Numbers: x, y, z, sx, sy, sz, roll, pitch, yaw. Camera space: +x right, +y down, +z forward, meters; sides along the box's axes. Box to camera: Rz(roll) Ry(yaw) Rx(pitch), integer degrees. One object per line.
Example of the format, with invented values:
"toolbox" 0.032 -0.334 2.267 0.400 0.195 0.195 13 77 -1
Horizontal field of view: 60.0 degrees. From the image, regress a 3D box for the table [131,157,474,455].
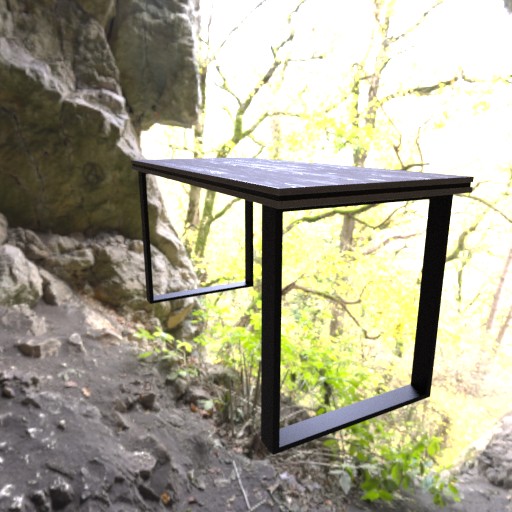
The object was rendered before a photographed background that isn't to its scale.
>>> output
"table" 0.000 0.000 2.252 0.795 0.899 1.778 -8 17 -27
